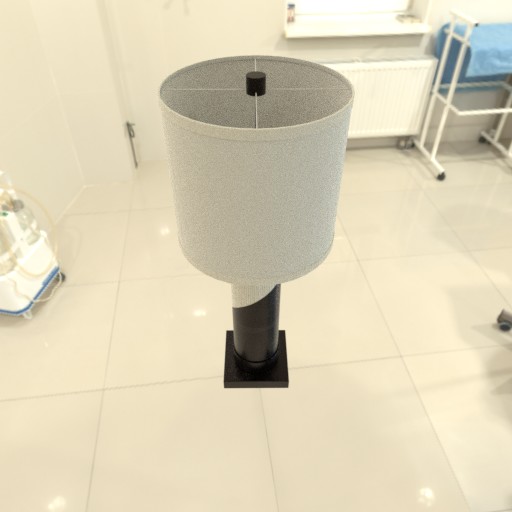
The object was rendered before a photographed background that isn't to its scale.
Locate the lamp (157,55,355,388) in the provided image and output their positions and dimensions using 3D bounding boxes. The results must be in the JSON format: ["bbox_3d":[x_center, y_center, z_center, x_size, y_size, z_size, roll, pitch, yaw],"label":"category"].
[{"bbox_3d":[0.000,0.000,0.636,0.211,0.509,0.211,0,41,0],"label":"lamp"}]
